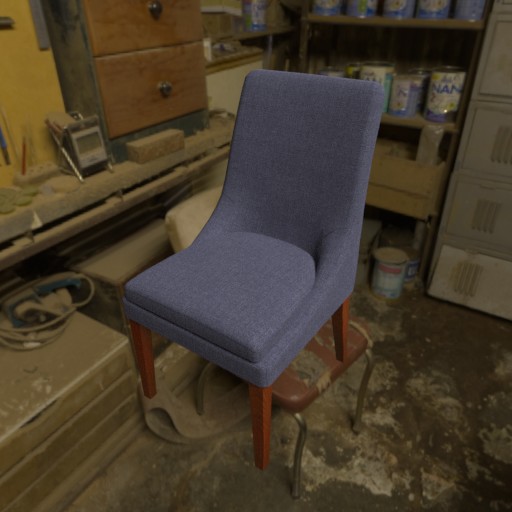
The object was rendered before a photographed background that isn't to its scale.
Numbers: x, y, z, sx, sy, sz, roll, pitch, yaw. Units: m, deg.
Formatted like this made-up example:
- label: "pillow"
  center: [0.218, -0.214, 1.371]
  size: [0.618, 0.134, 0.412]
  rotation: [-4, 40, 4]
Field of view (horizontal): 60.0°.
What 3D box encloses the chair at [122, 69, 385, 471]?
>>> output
- label: "chair"
  center: [0.000, 0.000, 1.345]
  size: [0.508, 0.952, 0.655]
  rotation: [20, 36, 29]
